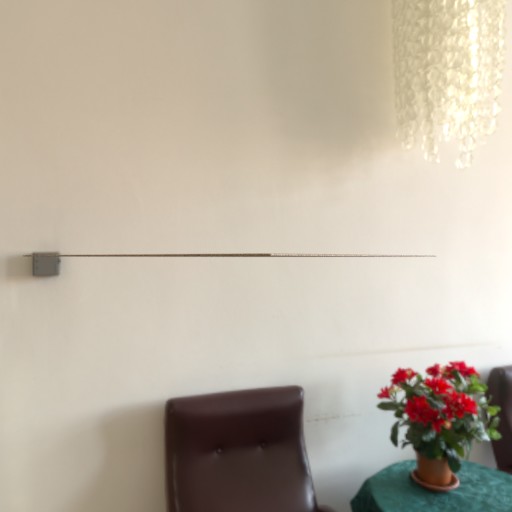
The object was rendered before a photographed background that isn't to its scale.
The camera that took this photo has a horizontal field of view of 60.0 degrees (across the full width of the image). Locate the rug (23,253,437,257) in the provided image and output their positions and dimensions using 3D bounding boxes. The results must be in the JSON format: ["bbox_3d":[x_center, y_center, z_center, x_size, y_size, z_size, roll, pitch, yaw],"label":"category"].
[{"bbox_3d":[0.000,0.000,4.054,2.406,0.012,3.034,0,0,36],"label":"rug"}]
